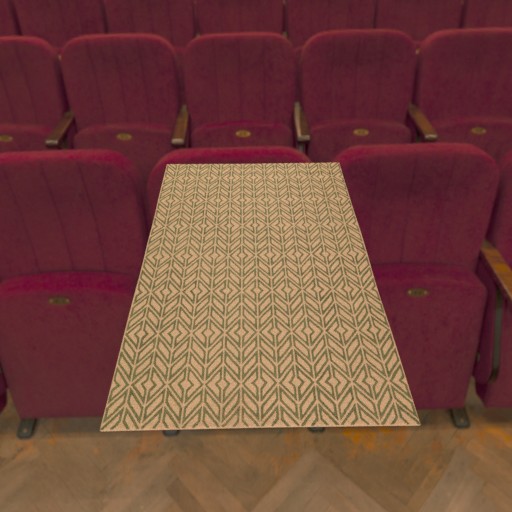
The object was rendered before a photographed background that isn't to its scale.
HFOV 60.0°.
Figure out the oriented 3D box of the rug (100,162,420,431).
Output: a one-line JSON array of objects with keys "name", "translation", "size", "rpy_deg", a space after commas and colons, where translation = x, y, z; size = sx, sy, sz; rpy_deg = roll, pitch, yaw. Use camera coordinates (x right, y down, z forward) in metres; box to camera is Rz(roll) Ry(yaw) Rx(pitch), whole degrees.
[{"name": "rug", "translation": [0.000, 0.000, 2.998], "size": [1.517, 0.011, 2.435], "rpy_deg": [-1, 42, -1]}]
